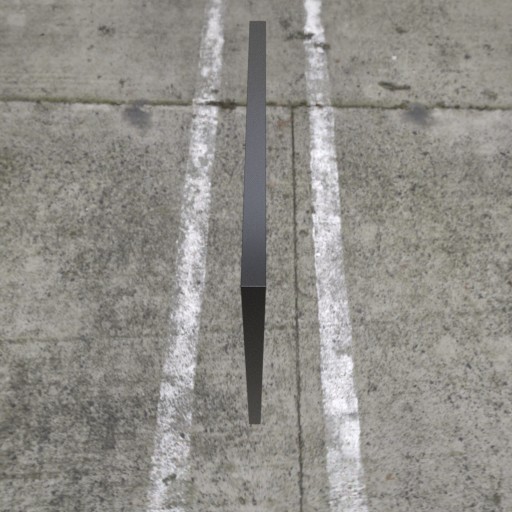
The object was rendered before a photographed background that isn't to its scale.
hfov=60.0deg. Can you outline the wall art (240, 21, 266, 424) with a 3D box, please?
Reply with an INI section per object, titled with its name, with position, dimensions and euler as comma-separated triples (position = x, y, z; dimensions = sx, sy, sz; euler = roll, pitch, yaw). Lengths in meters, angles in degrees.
[wall art]
position = 0.000, 0.000, 1.385
dimensions = 0.043, 1.046, 0.788
euler = 1, 57, 0
